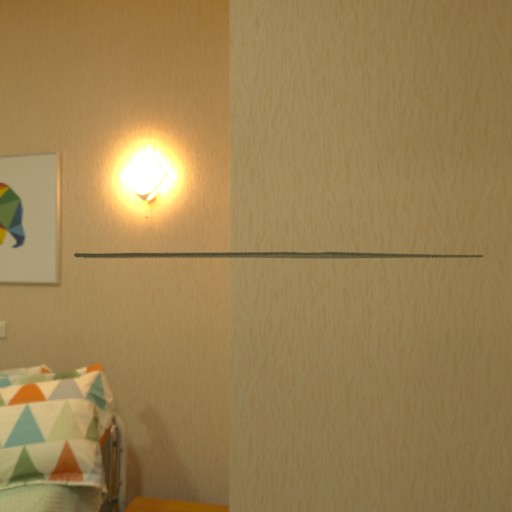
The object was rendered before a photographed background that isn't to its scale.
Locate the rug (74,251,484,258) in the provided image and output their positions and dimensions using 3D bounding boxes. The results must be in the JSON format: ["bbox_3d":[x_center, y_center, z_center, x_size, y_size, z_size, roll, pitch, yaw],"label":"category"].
[{"bbox_3d":[0.000,0.000,4.355,3.237,0.046,2.461,0,-1,-20],"label":"rug"}]
